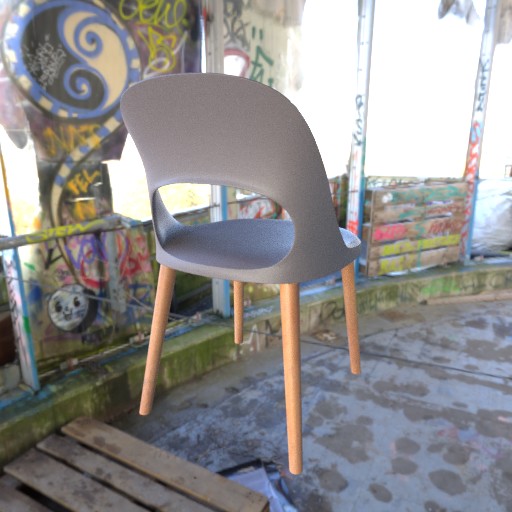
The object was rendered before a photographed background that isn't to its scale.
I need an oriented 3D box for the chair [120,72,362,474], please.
[{"bbox_3d":[0.000,0.000,1.113,0.470,0.795,0.556,8,17,28],"label":"chair"}]
